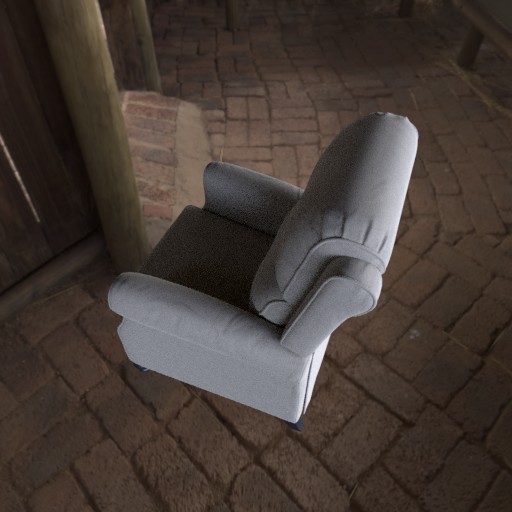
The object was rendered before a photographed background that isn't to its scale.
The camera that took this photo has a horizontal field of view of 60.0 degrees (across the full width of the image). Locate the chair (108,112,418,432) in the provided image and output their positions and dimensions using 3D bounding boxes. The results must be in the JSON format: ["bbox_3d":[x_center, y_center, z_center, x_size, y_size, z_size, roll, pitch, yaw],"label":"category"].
[{"bbox_3d":[0.000,0.000,1.685,0.919,1.046,0.859,16,48,15],"label":"chair"}]
